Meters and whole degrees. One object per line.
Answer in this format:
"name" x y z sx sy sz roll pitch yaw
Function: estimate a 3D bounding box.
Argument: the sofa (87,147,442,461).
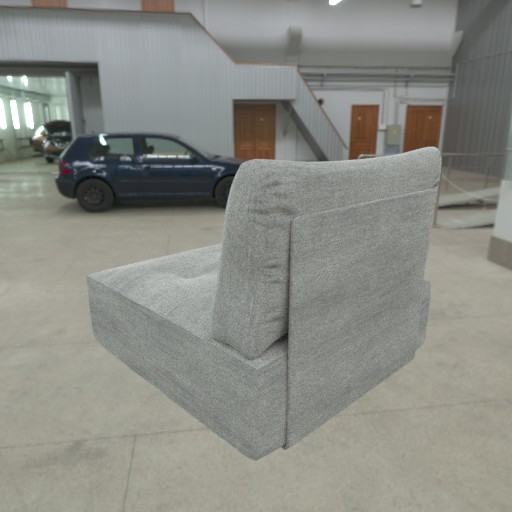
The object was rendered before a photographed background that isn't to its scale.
"sofa" 0.000 0.000 1.705 0.930 0.820 1.000 -15 22 -42
